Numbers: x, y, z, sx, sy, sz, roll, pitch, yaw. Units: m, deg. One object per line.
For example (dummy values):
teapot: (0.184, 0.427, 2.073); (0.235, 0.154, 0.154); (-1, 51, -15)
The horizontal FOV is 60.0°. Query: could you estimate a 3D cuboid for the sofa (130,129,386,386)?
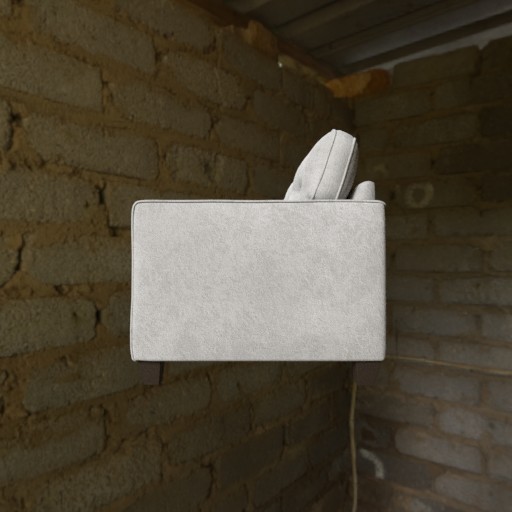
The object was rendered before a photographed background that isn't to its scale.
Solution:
sofa: (0.000, 0.000, 2.623); (0.939, 0.965, 2.133); (0, -1, 0)
